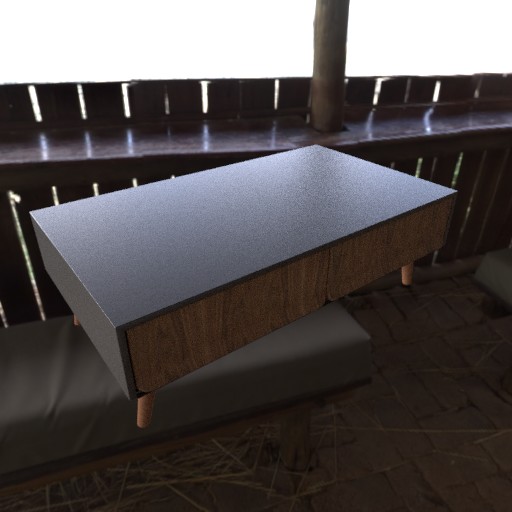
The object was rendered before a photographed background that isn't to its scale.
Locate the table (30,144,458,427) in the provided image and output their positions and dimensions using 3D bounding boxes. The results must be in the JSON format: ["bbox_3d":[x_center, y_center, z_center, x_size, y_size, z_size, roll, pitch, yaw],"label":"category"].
[{"bbox_3d":[0.000,0.000,1.521,1.201,0.404,0.703,-21,36,-31],"label":"table"}]
